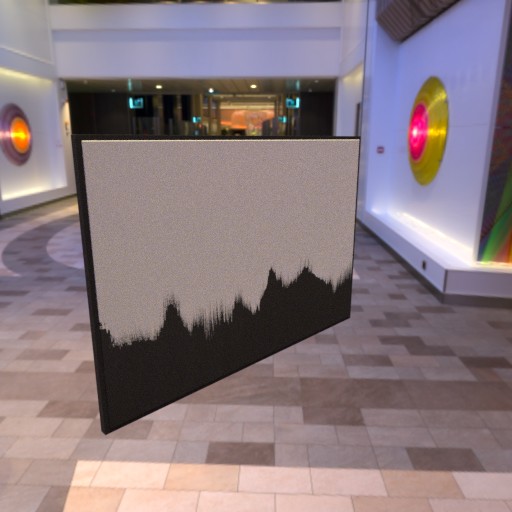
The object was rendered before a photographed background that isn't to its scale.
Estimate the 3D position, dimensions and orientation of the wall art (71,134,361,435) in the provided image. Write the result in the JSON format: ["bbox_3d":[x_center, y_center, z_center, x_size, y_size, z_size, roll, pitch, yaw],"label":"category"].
[{"bbox_3d":[0.000,0.000,1.535,1.190,0.805,0.028,-14,20,-43],"label":"wall art"}]
